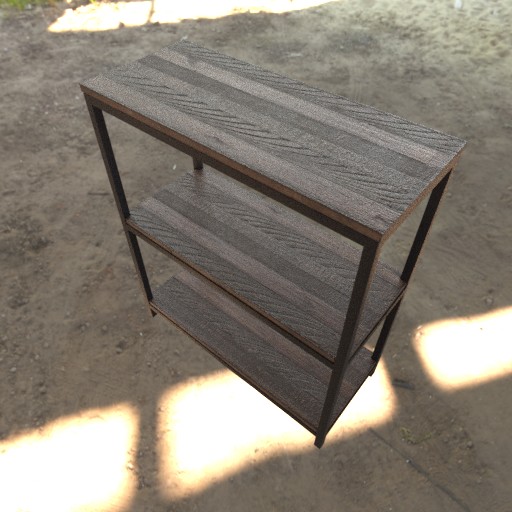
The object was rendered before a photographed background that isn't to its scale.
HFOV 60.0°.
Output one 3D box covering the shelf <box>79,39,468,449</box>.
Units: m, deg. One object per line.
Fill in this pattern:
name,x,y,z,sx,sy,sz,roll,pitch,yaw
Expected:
shelf,0.000,0.000,1.330,0.822,0.947,0.352,31,54,26
